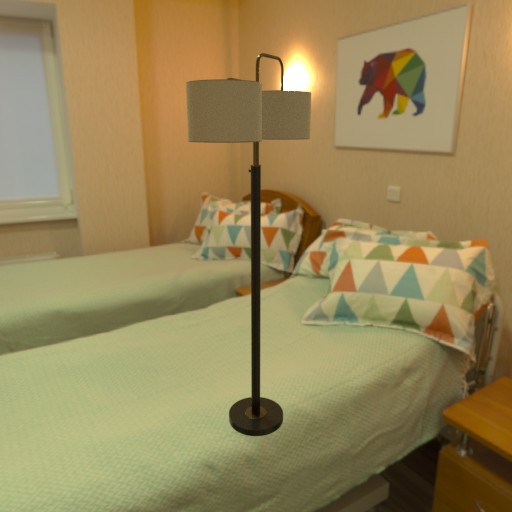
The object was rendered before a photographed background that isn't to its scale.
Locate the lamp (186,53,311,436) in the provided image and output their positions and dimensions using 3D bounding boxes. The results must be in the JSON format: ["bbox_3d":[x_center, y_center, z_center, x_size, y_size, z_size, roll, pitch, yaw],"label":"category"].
[{"bbox_3d":[0.000,0.000,1.863,0.254,1.587,0.711,8,18,27],"label":"lamp"}]
